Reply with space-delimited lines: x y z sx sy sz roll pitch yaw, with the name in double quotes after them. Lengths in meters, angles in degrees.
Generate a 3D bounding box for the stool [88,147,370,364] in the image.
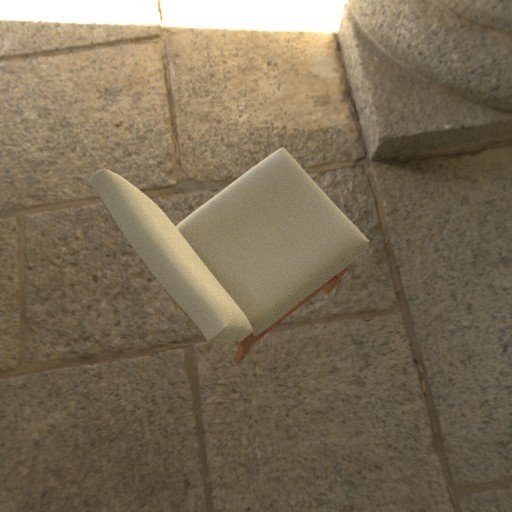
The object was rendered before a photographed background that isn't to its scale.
0.000 0.000 1.481 0.584 1.168 0.445 -37 77 -10 "stool"
